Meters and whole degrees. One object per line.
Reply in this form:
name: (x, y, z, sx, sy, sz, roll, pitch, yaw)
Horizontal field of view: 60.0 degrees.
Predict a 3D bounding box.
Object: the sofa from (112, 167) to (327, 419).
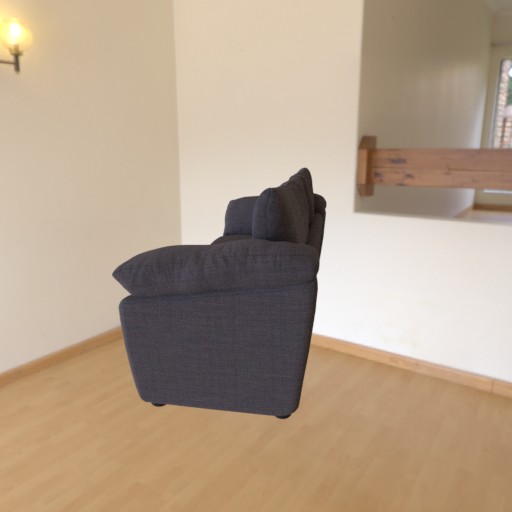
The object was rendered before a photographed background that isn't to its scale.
sofa: (0.000, 0.000, 2.948, 0.883, 1.080, 2.336, 2, 14, 9)
